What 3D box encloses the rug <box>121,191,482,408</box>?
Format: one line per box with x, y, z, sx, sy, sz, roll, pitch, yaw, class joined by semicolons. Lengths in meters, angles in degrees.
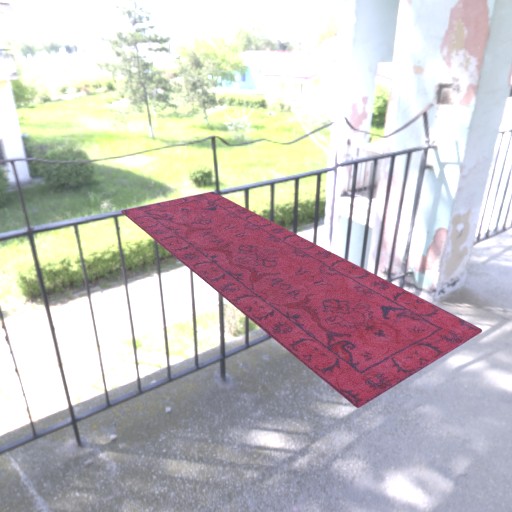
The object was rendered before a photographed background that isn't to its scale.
0.000;0.000;2.699;0.813;0.018;2.439;-17;31;-31;rug
